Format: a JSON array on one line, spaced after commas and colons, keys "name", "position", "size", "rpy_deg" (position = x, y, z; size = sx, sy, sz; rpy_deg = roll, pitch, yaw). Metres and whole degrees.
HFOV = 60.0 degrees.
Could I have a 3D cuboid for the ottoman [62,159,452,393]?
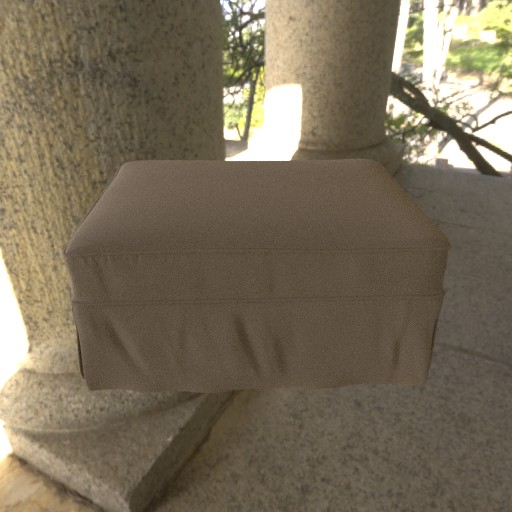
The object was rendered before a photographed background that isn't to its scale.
[{"name": "ottoman", "position": [0.000, 0.000, 1.364], "size": [0.959, 0.482, 0.721], "rpy_deg": [-1, 30, -2]}]
